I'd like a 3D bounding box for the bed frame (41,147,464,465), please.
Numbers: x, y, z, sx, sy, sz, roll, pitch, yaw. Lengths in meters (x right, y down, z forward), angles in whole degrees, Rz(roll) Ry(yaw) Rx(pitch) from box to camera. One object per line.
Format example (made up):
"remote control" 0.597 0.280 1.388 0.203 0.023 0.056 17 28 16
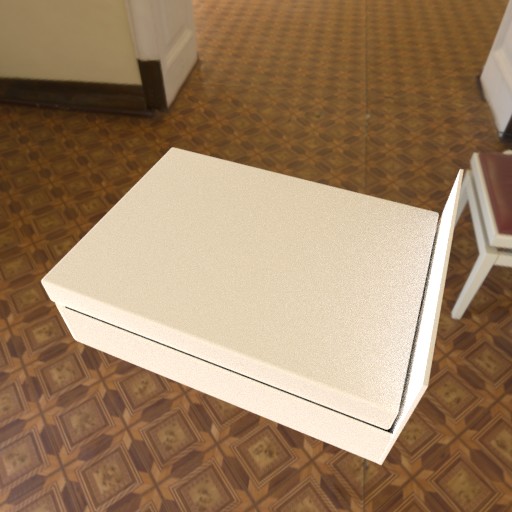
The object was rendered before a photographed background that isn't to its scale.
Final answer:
"bed frame" 0.000 0.000 2.547 1.900 0.800 1.400 17 49 15
